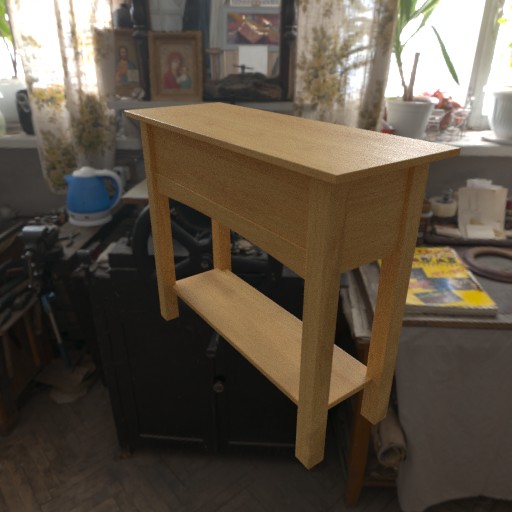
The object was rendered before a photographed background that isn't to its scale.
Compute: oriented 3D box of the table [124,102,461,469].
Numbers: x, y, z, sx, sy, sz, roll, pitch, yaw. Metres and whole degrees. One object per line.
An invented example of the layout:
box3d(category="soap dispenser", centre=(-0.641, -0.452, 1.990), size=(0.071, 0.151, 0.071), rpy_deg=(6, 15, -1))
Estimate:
box3d(category="table", centre=(0.000, 0.000, 1.263), size=(0.340, 0.728, 0.900), rpy_deg=(-17, 31, -32))
